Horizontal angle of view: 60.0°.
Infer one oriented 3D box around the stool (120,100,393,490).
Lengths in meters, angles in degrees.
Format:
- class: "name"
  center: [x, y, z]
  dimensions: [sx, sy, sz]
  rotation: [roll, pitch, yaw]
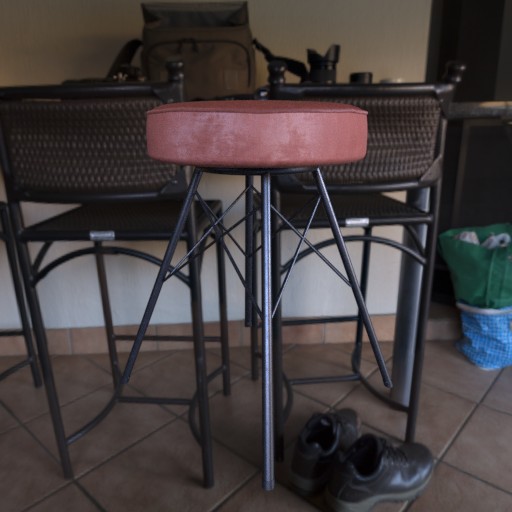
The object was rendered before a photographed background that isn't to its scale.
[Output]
- class: "stool"
  center: [0.000, 0.000, 0.910]
  dimensions: [0.457, 0.593, 0.421]
  rotation: [15, 22, 41]
